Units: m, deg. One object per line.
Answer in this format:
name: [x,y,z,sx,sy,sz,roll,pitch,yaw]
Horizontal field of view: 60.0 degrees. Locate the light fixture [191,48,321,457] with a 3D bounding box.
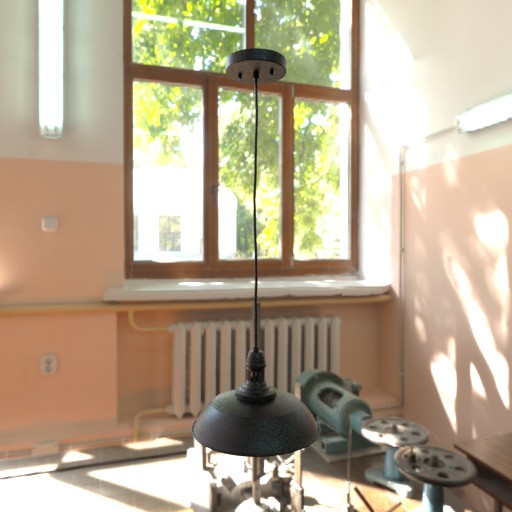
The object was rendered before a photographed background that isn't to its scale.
light fixture: [0.000,0.000,1.142,0.331,0.993,0.331,0,1,17]
